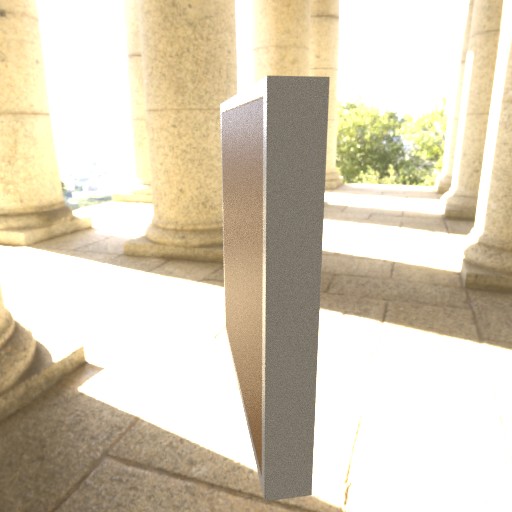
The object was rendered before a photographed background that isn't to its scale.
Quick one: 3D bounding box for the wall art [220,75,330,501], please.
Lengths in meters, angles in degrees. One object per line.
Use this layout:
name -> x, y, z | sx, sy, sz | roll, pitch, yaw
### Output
wall art -> 0.000, 0.000, 0.446 | 0.038, 0.305, 0.305 | -3, 16, -9
